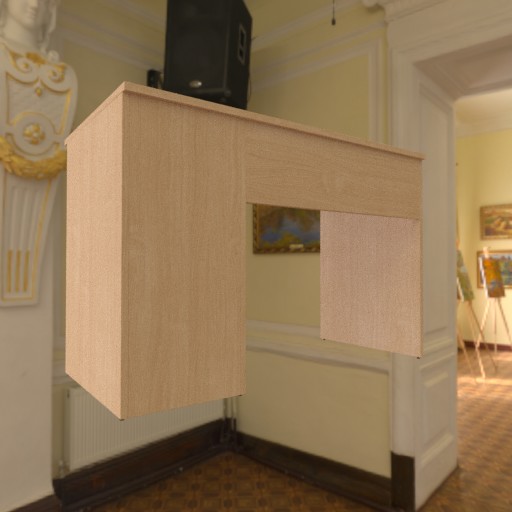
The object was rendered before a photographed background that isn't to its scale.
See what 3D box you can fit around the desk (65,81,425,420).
[{"bbox_3d":[0.000,0.000,1.495,1.097,0.735,0.560,1,-1,-36],"label":"desk"}]
